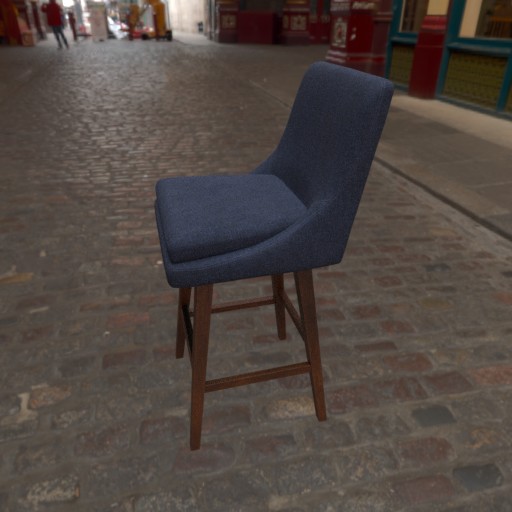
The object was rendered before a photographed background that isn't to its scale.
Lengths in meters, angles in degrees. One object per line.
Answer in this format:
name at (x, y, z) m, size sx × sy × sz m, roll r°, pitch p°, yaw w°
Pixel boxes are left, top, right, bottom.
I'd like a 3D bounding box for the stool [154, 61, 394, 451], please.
stool at (0.000, 0.000, 1.379) m, size 0.572 × 1.068 × 0.489 m, roll -8°, pitch 30°, yaw -13°
